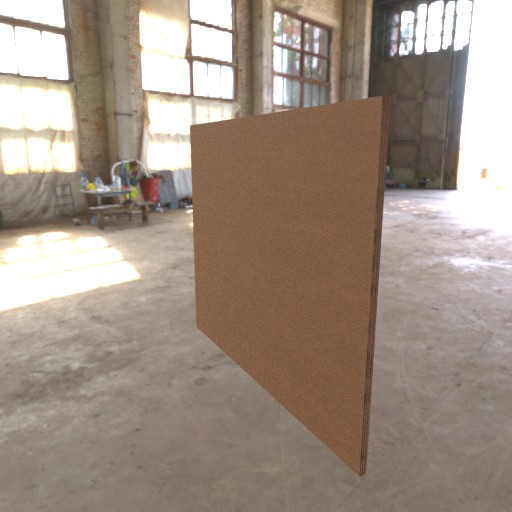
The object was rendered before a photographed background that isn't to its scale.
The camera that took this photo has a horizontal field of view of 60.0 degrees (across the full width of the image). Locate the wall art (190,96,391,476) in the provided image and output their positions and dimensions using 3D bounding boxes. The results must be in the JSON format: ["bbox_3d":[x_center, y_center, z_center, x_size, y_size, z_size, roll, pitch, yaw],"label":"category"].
[{"bbox_3d":[0.000,0.000,0.675,0.010,0.408,0.508,-7,15,-28],"label":"wall art"}]
